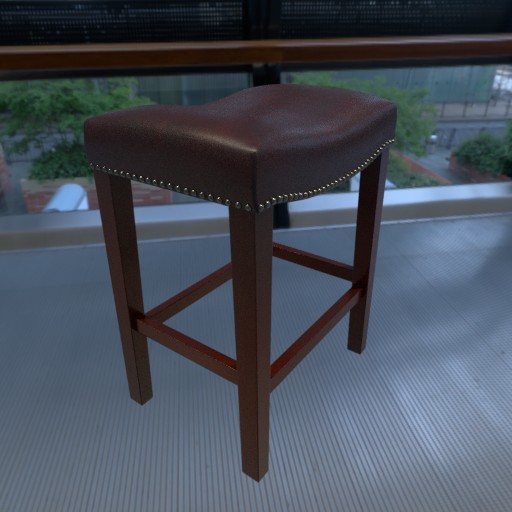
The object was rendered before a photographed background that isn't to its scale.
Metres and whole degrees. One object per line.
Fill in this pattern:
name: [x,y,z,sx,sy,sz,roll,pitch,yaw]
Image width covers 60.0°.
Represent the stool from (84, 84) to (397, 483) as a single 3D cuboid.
stool: [0.000,0.000,0.957,0.372,0.657,0.504,19,33,32]
